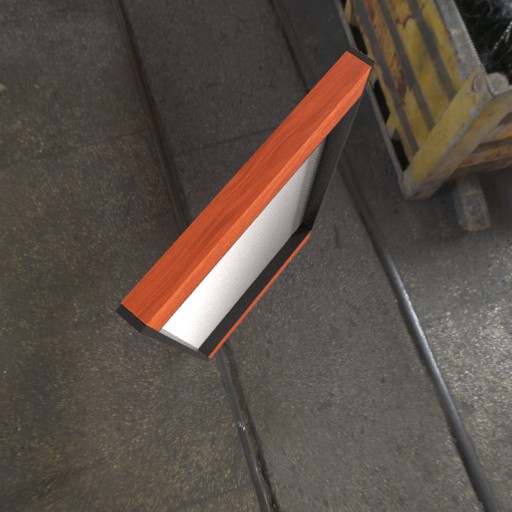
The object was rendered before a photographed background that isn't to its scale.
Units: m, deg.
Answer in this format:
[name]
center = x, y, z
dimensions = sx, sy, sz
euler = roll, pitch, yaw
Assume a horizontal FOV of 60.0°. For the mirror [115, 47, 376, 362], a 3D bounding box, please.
[mirror]
center = 0.000, 0.000, 1.016
dimensions = 0.047, 0.823, 0.525
euler = 38, 77, 10
